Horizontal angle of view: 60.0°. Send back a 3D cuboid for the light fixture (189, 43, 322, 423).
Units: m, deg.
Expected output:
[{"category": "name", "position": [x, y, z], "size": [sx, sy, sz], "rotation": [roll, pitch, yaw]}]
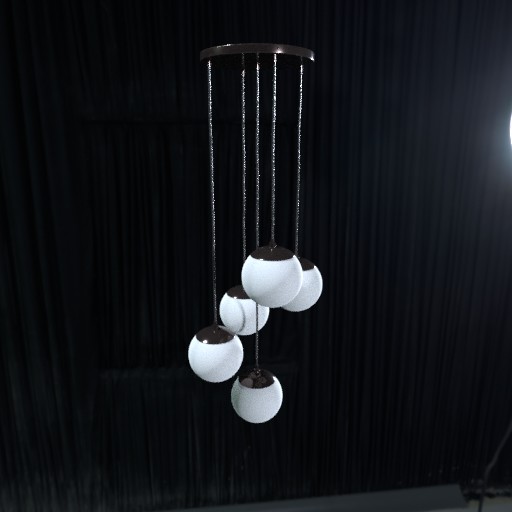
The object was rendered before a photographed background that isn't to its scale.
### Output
[{"category": "light fixture", "position": [0.000, 0.000, 1.518], "size": [0.484, 1.271, 0.489], "rotation": [-2, 15, -8]}]
